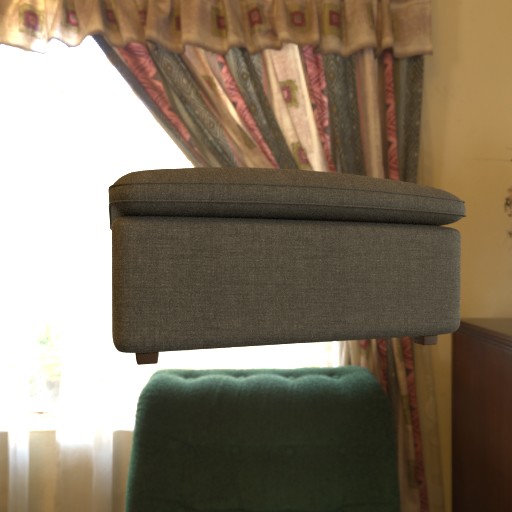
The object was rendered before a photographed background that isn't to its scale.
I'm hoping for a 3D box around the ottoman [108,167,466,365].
[{"bbox_3d":[0.000,0.000,1.691,1.067,0.559,1.067,0,-1,-18],"label":"ottoman"}]
